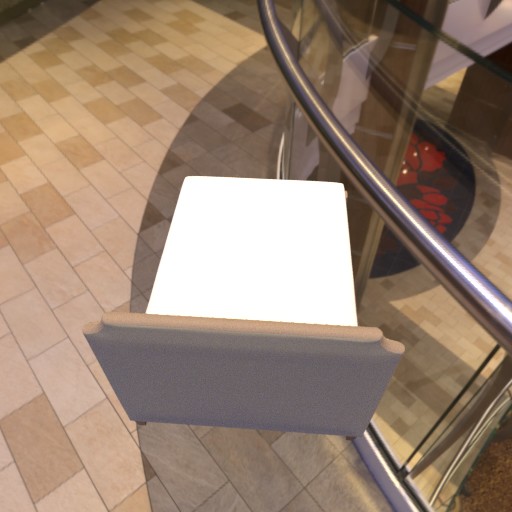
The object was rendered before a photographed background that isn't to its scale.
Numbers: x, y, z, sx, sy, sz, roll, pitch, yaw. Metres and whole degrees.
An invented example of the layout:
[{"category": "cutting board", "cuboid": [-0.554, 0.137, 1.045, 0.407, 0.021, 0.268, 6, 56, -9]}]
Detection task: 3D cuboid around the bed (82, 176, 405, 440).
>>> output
[{"category": "bed", "cuboid": [0.000, 0.000, 3.533, 1.713, 1.443, 2.372, 3, 48, 3]}]
